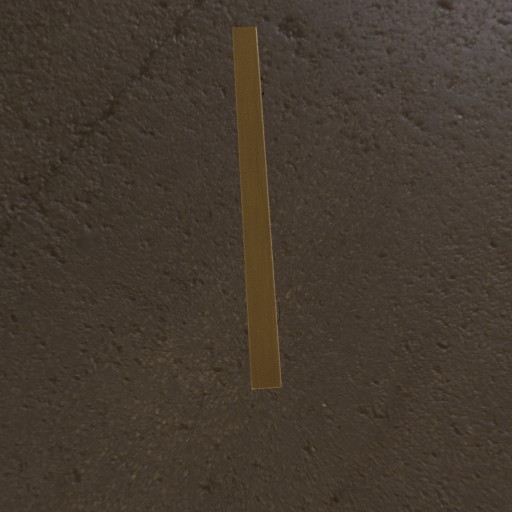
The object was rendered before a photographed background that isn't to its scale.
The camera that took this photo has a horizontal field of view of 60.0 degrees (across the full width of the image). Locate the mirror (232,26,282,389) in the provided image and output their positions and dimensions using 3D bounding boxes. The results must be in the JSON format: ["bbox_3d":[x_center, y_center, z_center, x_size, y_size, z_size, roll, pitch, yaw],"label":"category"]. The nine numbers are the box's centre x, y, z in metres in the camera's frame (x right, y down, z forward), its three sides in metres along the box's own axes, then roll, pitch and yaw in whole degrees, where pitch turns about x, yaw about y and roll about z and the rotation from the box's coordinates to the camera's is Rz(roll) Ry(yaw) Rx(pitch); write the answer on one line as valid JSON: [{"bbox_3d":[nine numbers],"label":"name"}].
[{"bbox_3d":[0.000,0.000,0.927,0.040,0.710,0.507,-3,75,-1],"label":"mirror"}]
